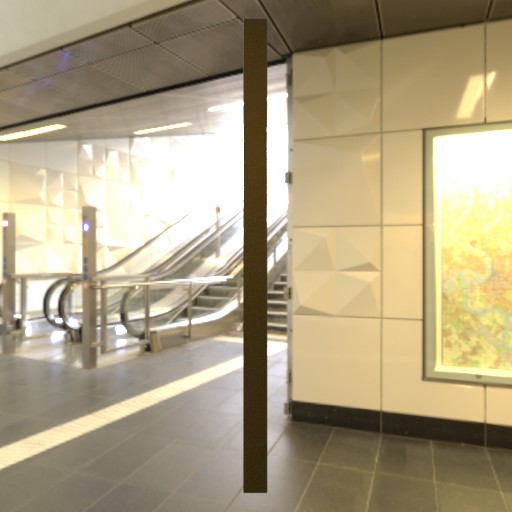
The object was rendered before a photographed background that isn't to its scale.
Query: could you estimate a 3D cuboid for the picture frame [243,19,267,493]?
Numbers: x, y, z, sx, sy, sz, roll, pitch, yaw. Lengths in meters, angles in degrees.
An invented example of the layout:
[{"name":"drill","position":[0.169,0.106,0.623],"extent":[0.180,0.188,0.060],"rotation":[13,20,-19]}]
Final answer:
[{"name":"picture frame","position":[0.000,0.000,0.750],"extent":[0.028,0.556,0.460],"rotation":[0,0,0]}]
